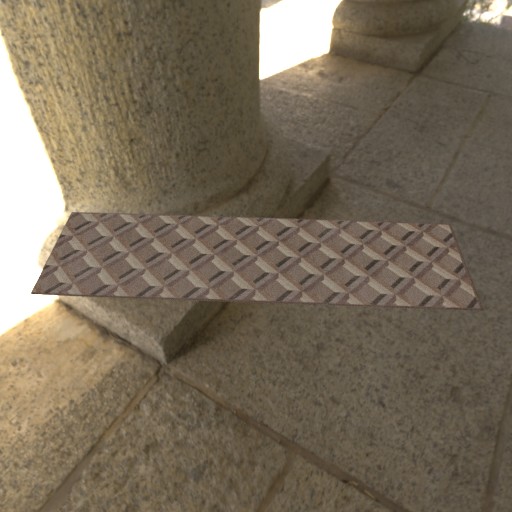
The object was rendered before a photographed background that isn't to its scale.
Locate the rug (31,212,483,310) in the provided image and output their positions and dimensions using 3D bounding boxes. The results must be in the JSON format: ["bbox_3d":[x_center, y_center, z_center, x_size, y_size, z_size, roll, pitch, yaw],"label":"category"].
[{"bbox_3d":[0.000,0.000,2.615,2.437,0.013,0.685,2,46,2],"label":"rug"}]
